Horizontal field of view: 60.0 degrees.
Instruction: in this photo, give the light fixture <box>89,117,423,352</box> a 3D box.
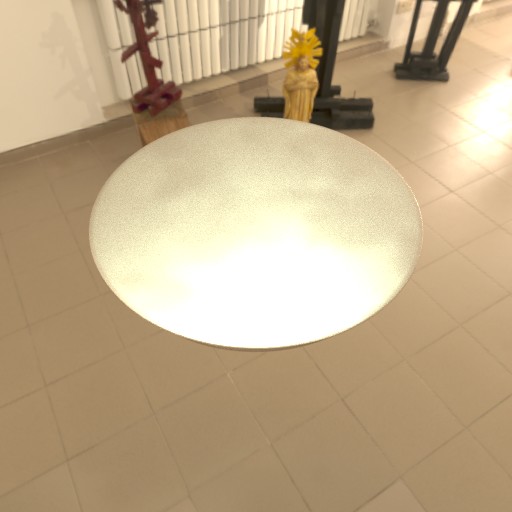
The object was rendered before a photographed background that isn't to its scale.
[{"bbox_3d":[0.000,0.000,0.432,0.280,0.135,0.280,0,48,0],"label":"light fixture"}]
